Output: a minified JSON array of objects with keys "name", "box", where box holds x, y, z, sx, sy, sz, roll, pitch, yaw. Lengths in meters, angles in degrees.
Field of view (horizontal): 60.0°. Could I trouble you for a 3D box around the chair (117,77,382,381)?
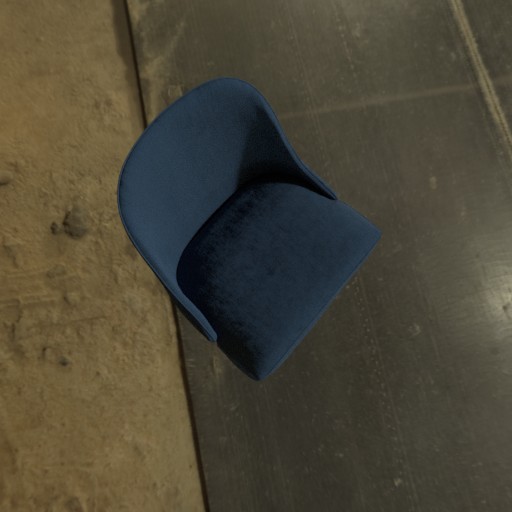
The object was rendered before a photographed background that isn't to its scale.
[{"name":"chair","box":[0.000,0.000,1.253,0.489,0.927,0.526,40,79,9]}]
